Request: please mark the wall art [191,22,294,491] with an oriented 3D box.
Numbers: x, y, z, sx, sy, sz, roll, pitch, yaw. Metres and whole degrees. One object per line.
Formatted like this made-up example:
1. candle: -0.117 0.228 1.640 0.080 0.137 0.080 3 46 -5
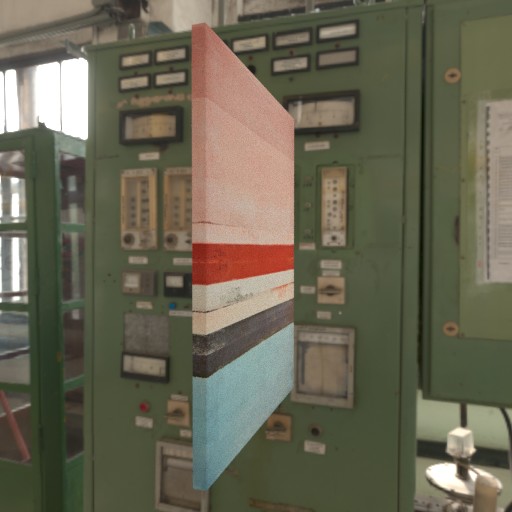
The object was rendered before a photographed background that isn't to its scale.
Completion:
1. wall art: 0.000 0.000 1.325 0.039 1.016 0.761 0 1 19
